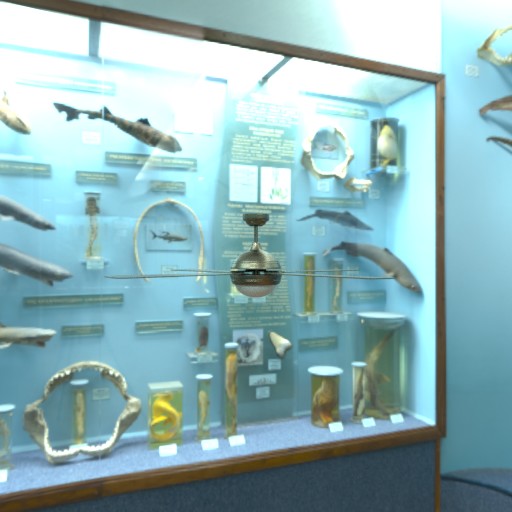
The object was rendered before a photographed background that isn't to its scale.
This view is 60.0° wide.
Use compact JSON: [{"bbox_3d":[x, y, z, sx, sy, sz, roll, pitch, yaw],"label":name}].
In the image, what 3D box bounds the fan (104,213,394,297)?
[{"bbox_3d":[0.000,0.000,2.038,1.321,0.381,1.321,0,0,-19],"label":"fan"}]
